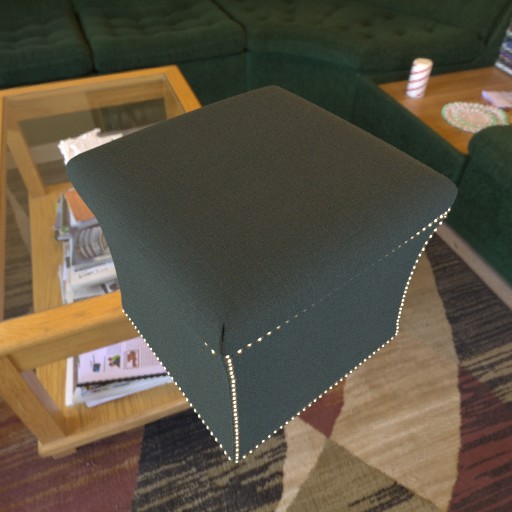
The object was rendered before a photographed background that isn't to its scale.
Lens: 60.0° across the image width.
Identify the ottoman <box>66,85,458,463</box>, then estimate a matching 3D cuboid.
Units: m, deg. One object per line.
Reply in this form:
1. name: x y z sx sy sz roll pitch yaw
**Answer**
1. ottoman: 0.000 0.000 0.896 0.507 0.475 0.497 -29 53 -26
